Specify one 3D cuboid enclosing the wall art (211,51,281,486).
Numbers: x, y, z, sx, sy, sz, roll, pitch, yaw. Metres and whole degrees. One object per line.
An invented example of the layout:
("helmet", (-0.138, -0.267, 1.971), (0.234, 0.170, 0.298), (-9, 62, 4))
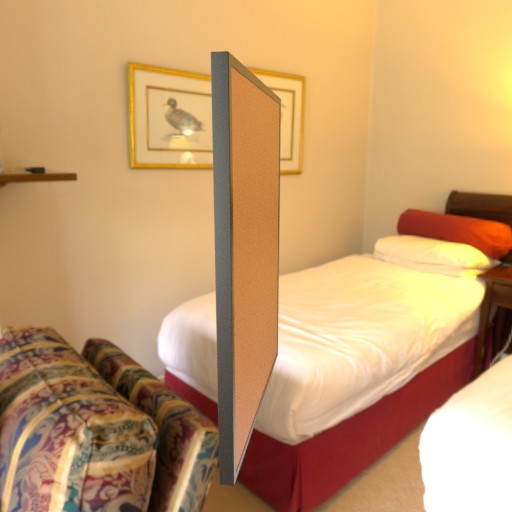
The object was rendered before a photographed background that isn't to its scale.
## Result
("wall art", (0.000, 0.000, 1.435), (0.039, 1.061, 0.804), (2, 13, 11))
